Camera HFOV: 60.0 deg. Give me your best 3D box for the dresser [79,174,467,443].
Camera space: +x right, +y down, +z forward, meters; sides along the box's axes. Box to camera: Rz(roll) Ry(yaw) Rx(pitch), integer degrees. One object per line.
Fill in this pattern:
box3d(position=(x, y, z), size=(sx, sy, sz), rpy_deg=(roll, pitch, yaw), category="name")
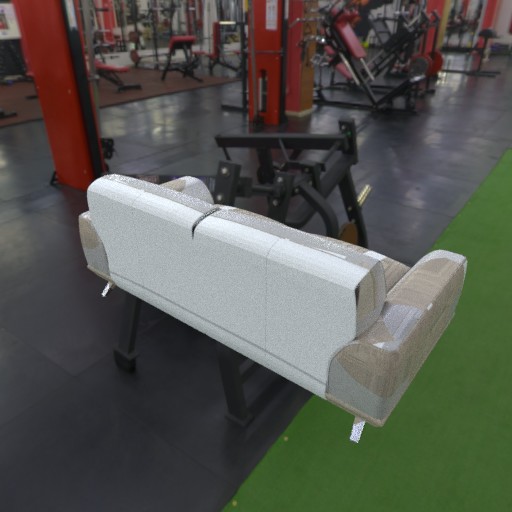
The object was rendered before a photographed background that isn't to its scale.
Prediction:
box3d(position=(0.000, 0.000, 5.806), size=(4.679, 1.863, 2.251), rpy_deg=(21, 35, 33), category="dresser")
